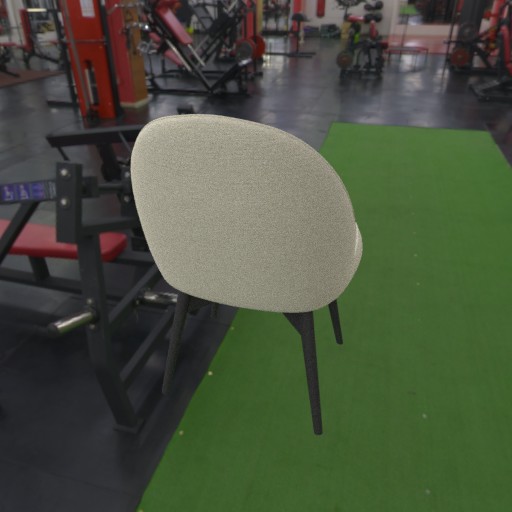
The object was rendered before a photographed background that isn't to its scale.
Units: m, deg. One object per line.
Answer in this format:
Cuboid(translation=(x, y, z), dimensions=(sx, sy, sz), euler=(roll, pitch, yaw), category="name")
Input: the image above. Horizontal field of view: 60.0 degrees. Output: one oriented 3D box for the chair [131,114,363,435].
Cuboid(translation=(0.000, 0.000, 1.170), dimensions=(0.532, 0.838, 0.540), euler=(9, 32, 15), category="chair")
